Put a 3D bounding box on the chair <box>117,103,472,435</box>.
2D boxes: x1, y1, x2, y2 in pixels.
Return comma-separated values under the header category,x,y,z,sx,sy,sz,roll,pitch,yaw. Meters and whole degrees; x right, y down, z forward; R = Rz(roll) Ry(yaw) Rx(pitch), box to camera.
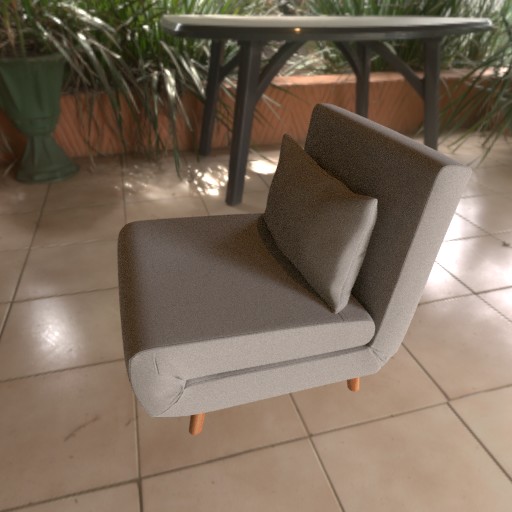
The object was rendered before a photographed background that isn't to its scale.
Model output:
category,x,y,z,sx,sy,sz,roll,pitch,yaw
chair,0.000,0.000,1.467,0.902,0.808,0.770,-9,31,-14
